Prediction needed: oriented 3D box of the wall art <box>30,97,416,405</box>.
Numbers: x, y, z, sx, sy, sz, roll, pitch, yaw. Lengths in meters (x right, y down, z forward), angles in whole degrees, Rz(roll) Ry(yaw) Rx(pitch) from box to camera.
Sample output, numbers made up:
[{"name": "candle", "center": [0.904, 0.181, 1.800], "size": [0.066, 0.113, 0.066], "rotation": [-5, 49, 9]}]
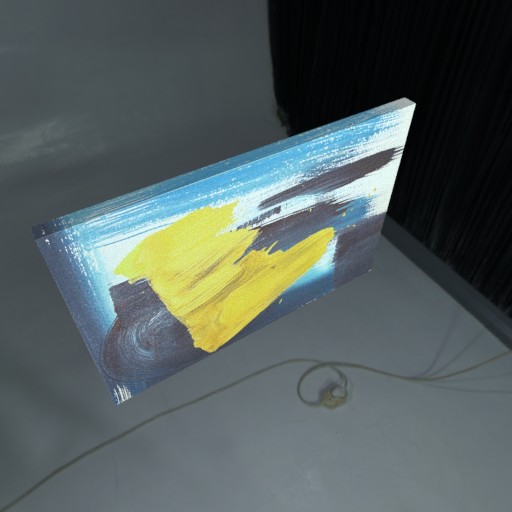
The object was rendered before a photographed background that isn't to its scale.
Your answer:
[{"name": "wall art", "center": [0.000, 0.000, 1.153], "size": [0.914, 0.610, 0.039], "rotation": [-24, 50, -22]}]
